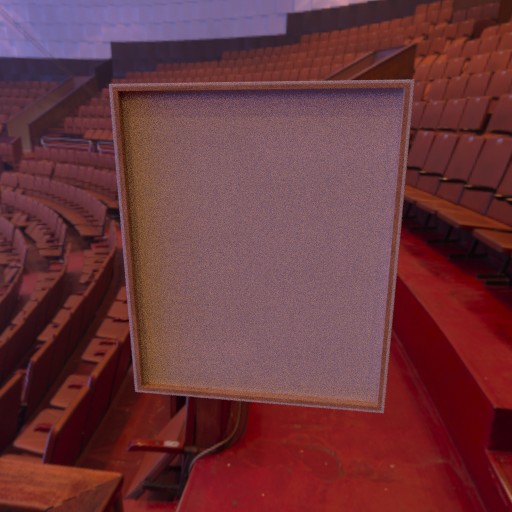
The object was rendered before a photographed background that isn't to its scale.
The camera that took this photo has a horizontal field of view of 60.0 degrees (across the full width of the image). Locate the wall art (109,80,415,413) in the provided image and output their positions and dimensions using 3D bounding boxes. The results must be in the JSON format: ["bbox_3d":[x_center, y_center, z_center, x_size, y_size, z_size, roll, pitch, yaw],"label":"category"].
[{"bbox_3d":[0.000,0.000,0.830,0.508,0.606,0.037,2,16,8],"label":"wall art"}]
